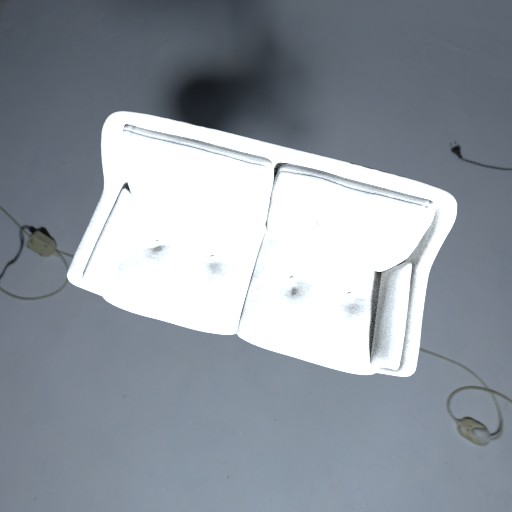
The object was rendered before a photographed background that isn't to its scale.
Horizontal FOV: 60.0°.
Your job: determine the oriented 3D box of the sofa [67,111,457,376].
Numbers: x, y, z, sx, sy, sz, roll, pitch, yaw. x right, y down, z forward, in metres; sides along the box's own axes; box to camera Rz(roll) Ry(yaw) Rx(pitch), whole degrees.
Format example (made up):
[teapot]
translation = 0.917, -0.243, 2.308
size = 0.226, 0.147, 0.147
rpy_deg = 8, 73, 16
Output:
[sofa]
translation = 0.000, 0.000, 2.539
size = 1.930, 0.897, 0.976
rpy_deg = 15, 76, 4
